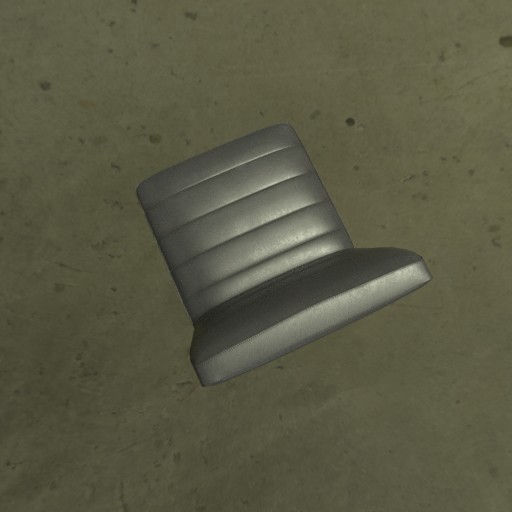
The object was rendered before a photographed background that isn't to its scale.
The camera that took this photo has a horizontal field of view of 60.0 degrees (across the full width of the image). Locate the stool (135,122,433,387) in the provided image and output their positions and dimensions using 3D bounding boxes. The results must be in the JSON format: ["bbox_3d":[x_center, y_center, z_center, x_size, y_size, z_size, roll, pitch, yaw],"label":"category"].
[{"bbox_3d":[0.000,0.000,1.248,0.457,0.938,0.552,-24,78,-6],"label":"stool"}]
